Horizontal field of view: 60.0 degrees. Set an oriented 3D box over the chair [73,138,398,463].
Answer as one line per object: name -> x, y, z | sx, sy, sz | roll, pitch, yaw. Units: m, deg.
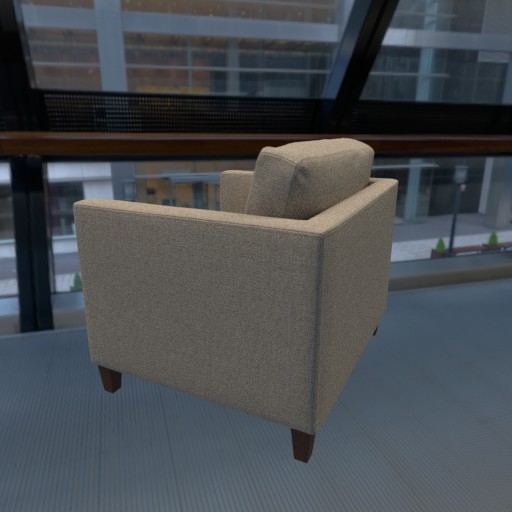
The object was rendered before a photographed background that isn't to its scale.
chair -> 0.000, 0.000, 1.870 | 0.959, 0.961, 1.107 | 9, 19, 26
